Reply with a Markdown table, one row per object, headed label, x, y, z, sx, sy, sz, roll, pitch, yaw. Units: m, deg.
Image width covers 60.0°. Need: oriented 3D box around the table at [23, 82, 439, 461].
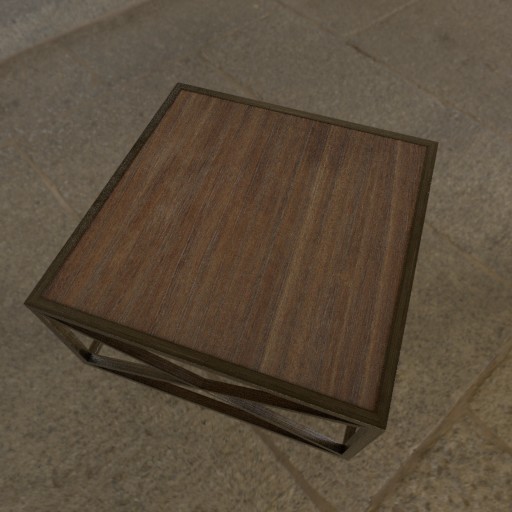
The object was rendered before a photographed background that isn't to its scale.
| label | x | y | z | sx | sy | sz | roll | pitch | yaw |
| --- | --- | --- | --- | --- | --- | --- | --- | --- | --- |
| table | 0.000 | 0.000 | 1.432 | 0.899 | 0.451 | 0.909 | 16 | 59 | 10 |
